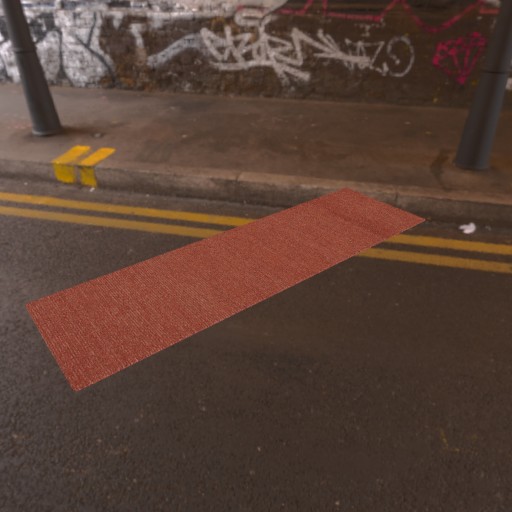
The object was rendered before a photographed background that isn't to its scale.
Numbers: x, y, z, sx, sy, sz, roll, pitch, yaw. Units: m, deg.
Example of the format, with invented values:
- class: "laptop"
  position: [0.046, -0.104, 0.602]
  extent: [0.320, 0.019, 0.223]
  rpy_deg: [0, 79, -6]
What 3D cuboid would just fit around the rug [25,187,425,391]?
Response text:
- class: "rug"
  position: [0.000, 0.000, 2.521]
  extent: [2.307, 0.012, 0.687]
  rpy_deg: [-23, 38, -32]
